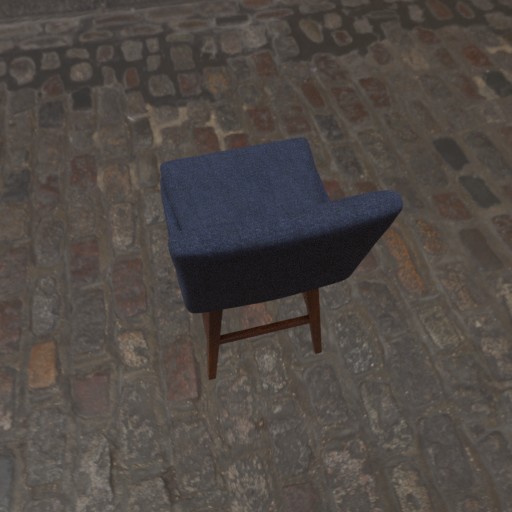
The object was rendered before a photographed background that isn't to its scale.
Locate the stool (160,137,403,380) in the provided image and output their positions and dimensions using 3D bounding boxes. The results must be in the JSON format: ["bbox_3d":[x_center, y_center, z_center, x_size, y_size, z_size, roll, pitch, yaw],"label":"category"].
[{"bbox_3d":[0.000,0.000,1.369,0.489,1.068,0.572,-12,60,-7],"label":"stool"}]
